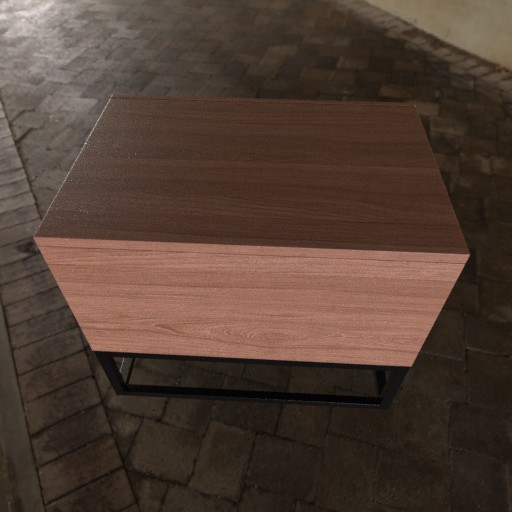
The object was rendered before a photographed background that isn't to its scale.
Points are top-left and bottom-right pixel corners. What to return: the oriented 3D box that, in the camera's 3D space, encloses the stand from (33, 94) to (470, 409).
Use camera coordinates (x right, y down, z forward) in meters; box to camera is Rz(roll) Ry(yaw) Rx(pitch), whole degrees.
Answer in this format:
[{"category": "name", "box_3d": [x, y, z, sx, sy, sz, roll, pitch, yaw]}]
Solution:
[{"category": "stand", "box_3d": [0.000, 0.000, 0.932, 0.600, 0.500, 0.420, 2, 48, 2]}]
